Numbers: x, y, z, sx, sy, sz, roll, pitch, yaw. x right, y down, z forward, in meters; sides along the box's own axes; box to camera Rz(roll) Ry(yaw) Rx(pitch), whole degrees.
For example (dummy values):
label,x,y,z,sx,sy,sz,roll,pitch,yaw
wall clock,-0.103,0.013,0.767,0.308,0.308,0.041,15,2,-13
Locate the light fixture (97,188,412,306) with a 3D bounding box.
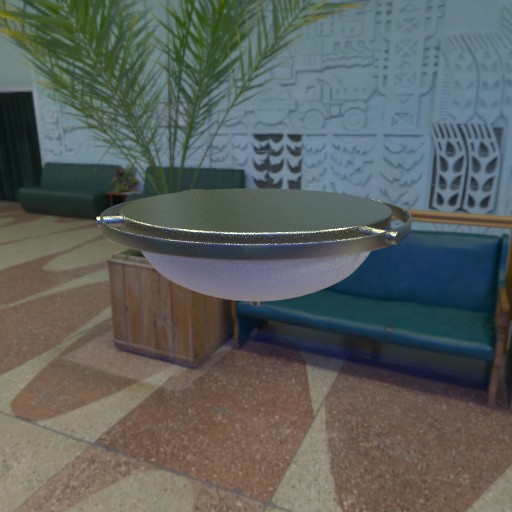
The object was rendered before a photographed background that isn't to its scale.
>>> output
label,x,y,z,sx,sy,sz,roll,pitch,yaw
light fixture,0.000,0.000,0.557,0.361,0.130,0.361,0,16,0
